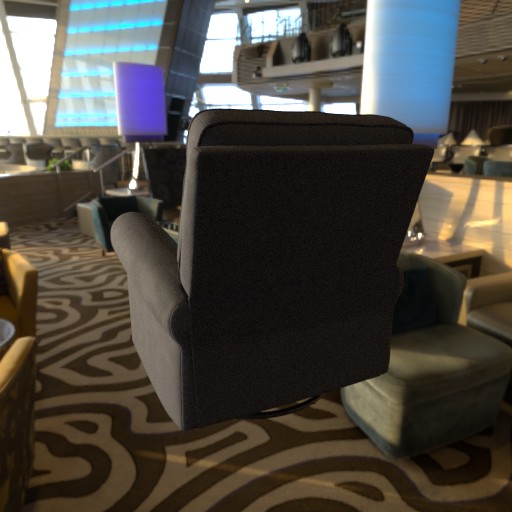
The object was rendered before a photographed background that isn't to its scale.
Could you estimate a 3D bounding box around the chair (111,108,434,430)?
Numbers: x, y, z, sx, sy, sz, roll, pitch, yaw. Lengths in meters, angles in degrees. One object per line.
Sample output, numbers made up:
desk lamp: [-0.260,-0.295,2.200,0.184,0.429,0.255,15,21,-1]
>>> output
chair: [0.000,0.000,1.584,0.890,0.961,0.878,-7,17,-25]
